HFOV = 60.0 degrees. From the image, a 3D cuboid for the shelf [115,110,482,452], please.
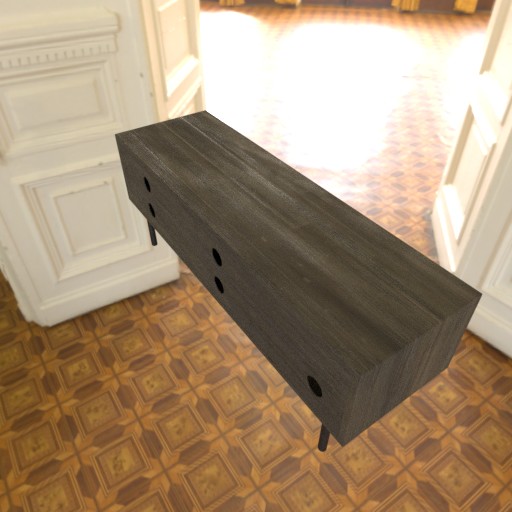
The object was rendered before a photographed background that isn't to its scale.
[{"bbox_3d":[0.000,0.000,1.517,0.400,0.495,1.300,-24,46,-26],"label":"shelf"}]
